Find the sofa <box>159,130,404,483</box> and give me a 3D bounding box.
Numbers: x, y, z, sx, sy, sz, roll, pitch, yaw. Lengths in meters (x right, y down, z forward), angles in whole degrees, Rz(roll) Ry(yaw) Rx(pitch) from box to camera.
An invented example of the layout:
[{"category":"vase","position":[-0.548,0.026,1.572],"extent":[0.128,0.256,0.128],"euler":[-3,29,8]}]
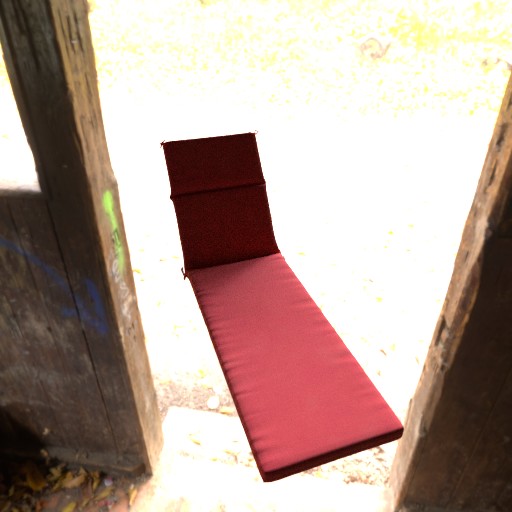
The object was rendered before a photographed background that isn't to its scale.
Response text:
[{"category":"sofa","position":[0.000,0.000,1.957],"extent":[0.582,0.622,1.663],"euler":[-11,35,-16]}]
